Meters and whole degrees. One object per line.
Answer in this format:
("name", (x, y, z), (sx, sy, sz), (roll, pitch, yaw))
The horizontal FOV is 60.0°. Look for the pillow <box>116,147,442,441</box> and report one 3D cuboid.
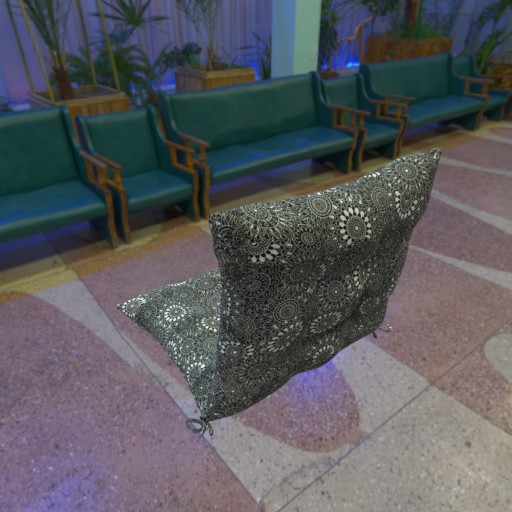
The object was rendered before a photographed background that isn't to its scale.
("pillow", (0.000, 0.000, 1.000), (0.541, 0.536, 0.585), (-20, 36, -30))
